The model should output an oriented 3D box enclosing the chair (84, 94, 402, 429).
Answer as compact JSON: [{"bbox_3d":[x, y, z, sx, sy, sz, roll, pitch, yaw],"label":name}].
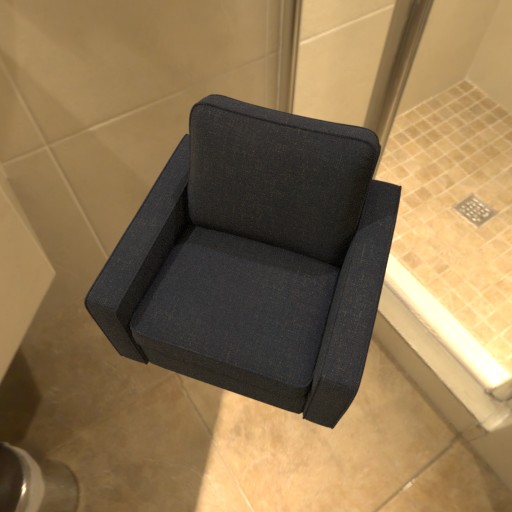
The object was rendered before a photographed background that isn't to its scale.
[{"bbox_3d":[0.000,0.000,1.796,1.017,0.919,0.940,16,59,10],"label":"chair"}]
